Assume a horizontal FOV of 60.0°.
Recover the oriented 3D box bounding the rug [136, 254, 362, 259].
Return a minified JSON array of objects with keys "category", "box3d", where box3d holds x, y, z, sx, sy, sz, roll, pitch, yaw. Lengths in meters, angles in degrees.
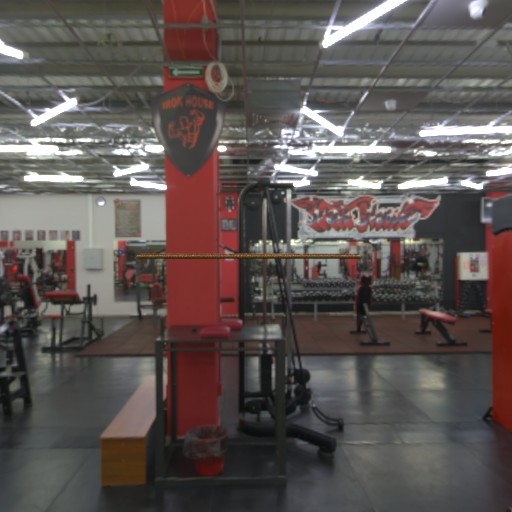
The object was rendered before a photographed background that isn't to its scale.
[{"category":"rug","box3d":[0.000,0.000,1.988,0.556,0.013,1.820,0,0,1]}]
